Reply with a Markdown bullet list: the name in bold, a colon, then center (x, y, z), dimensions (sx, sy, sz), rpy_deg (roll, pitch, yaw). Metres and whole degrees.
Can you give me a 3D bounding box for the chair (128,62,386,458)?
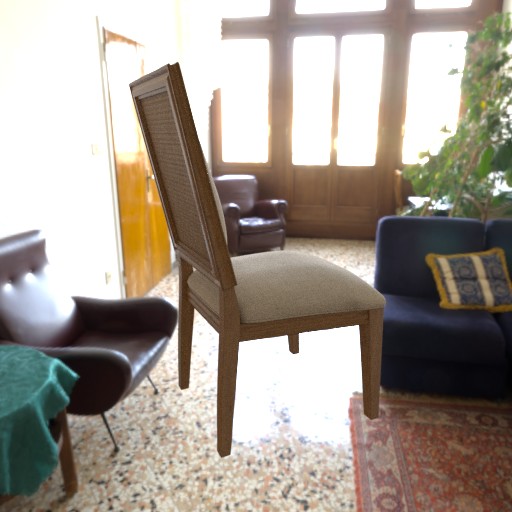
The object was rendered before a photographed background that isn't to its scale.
- **chair**: center (0.000, 0.000, 1.329), dimensions (0.601, 0.988, 0.536), rpy_deg (-7, 17, -25)
